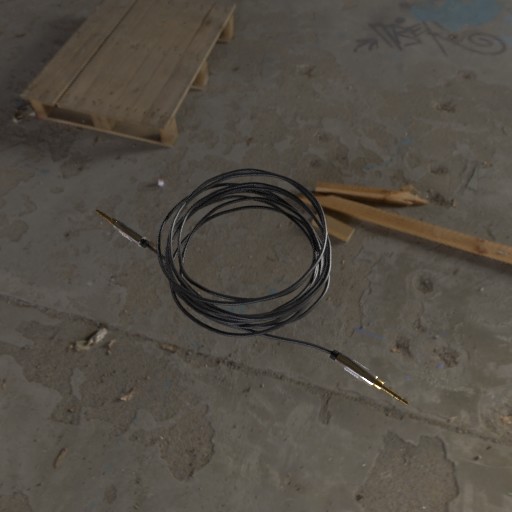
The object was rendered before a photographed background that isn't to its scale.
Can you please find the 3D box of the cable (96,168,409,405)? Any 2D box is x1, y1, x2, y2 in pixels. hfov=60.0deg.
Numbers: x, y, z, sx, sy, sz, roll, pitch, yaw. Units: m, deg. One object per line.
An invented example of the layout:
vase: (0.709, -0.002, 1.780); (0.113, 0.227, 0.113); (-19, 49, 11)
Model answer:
cable: (0.000, 0.000, 0.503); (0.432, 0.069, 0.198); (32, 63, 18)
